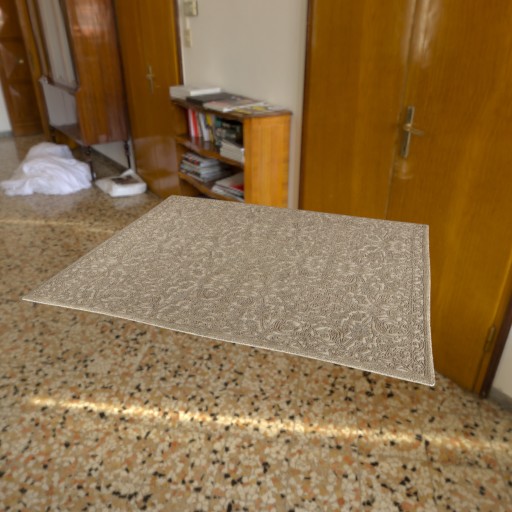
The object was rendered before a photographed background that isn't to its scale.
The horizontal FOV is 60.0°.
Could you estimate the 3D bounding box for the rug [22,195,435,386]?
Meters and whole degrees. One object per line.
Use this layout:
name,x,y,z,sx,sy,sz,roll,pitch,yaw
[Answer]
rug,0.000,0.000,4.045,3.017,0.035,2.472,9,29,16
